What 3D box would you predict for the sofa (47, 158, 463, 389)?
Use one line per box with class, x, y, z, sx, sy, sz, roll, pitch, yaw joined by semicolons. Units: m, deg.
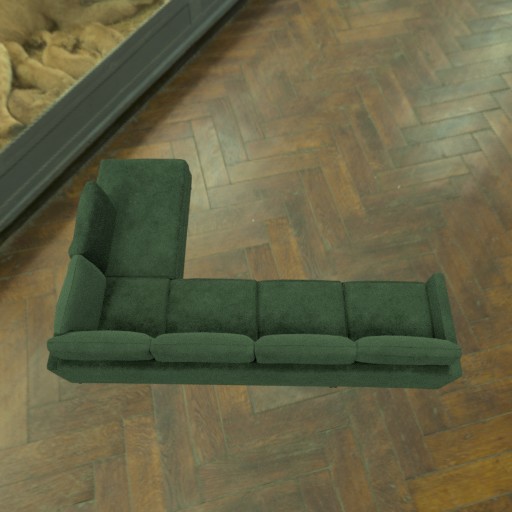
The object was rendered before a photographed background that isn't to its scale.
sofa;0.000;0.000;3.110;2.486;0.687;1.707;1;63;0
